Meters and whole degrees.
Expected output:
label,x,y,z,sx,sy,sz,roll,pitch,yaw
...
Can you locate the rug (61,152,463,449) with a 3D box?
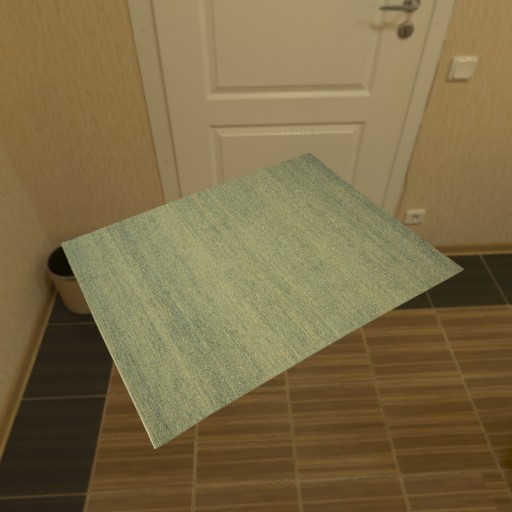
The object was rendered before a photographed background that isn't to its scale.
label,x,y,z,sx,sy,sz,roll,pitch,yaw
rug,0.000,0.000,4.436,3.237,0.046,2.461,-24,50,-22
